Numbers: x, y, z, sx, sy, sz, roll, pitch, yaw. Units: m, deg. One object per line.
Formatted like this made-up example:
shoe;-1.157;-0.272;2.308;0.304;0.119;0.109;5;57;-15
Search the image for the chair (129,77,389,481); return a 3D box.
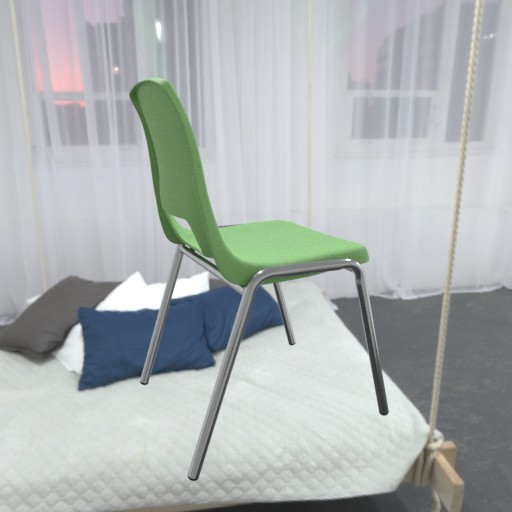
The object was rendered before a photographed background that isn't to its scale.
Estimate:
chair;0.000;0.000;0.905;0.436;0.653;0.381;-8;17;-27
